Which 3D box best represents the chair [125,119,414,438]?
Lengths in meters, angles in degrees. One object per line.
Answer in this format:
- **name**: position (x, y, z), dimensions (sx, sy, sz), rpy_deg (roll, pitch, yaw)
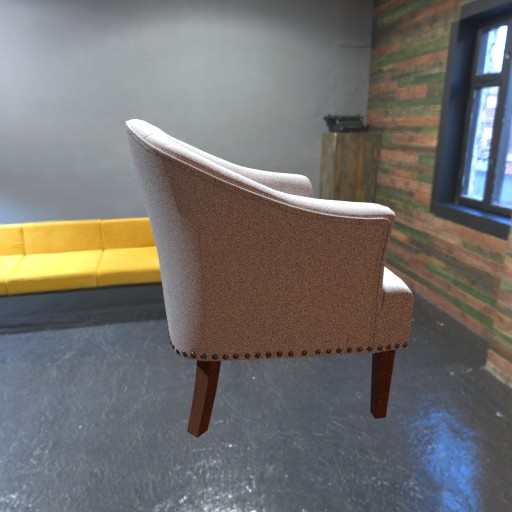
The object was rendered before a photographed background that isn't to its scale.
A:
- **chair**: position (0.000, 0.000, 1.386), dimensions (0.704, 0.815, 0.798), rpy_deg (-3, 17, -9)
